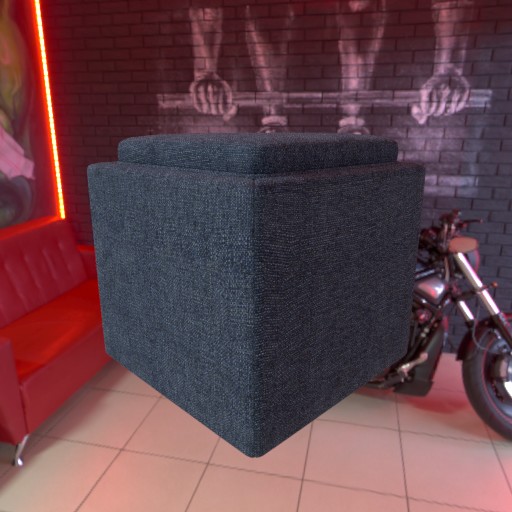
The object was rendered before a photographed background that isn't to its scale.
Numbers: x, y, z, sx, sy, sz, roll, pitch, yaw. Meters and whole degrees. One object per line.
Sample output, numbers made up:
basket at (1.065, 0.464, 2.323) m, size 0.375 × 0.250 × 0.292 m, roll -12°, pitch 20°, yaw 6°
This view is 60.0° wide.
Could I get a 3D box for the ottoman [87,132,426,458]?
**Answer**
ottoman at (0.000, 0.000, 0.858) m, size 0.450 × 0.460 × 0.450 m, roll -15°, pitch 22°, yaw -43°
